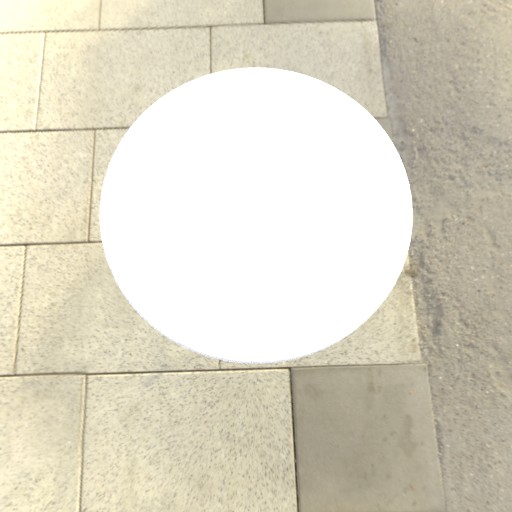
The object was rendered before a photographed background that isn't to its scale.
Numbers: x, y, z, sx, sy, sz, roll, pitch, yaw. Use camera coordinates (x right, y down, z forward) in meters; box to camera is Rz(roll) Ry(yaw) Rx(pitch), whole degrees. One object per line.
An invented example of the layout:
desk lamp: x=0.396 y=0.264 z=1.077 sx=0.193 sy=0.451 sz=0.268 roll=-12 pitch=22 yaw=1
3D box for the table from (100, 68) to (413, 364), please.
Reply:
table: x=0.000 y=0.000 z=1.653 sx=0.795 sy=1.105 sz=0.792 roll=-4 pitch=76 yaw=-1
